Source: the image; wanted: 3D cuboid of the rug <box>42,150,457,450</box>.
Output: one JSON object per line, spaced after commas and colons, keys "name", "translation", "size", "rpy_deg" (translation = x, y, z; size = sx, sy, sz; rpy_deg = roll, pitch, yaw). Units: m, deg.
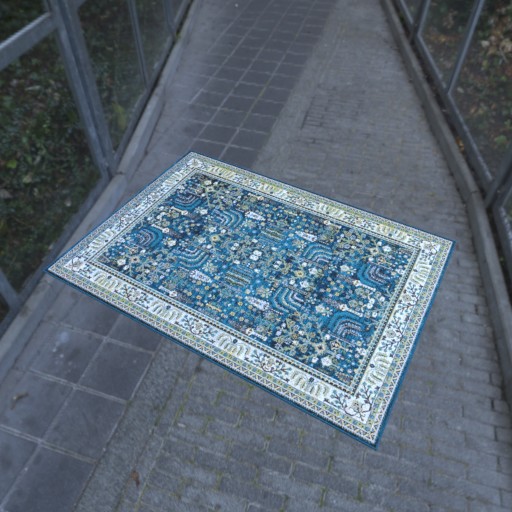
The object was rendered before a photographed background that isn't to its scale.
{"name": "rug", "translation": [0.000, 0.000, 2.907], "size": [2.213, 0.013, 1.594], "rpy_deg": [23, 50, 20]}
